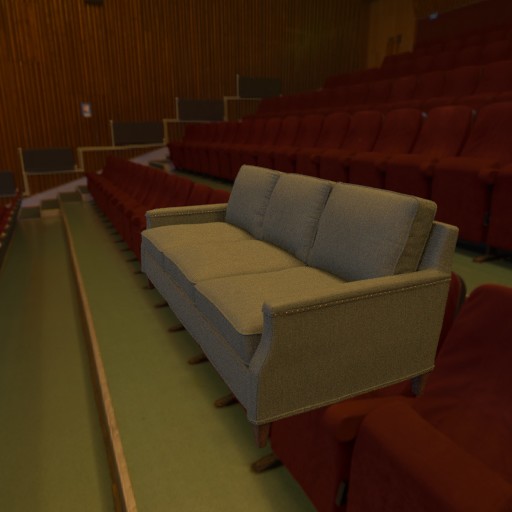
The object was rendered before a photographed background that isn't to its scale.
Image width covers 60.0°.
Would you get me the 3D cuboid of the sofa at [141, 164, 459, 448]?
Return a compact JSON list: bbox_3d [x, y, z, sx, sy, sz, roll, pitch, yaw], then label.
[{"bbox_3d":[0.000,0.000,2.859,1.084,1.003,2.246,-8,18,-24],"label":"sofa"}]
